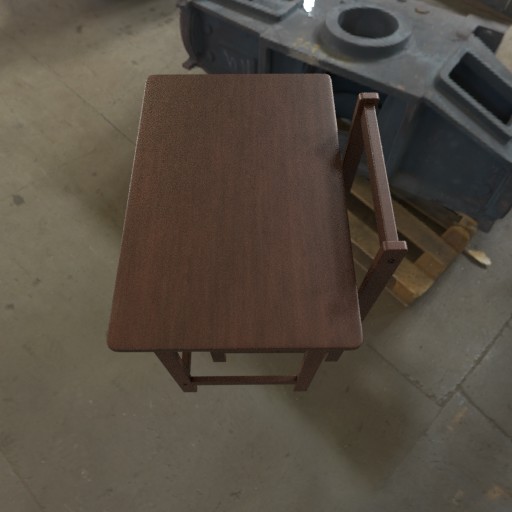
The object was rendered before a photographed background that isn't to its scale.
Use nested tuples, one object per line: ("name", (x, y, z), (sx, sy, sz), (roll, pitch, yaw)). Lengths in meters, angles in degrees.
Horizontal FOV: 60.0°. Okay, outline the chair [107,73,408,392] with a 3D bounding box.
("chair", (0.000, 0.000, 1.049), (0.463, 0.673, 0.599), (0, 62, 0))
